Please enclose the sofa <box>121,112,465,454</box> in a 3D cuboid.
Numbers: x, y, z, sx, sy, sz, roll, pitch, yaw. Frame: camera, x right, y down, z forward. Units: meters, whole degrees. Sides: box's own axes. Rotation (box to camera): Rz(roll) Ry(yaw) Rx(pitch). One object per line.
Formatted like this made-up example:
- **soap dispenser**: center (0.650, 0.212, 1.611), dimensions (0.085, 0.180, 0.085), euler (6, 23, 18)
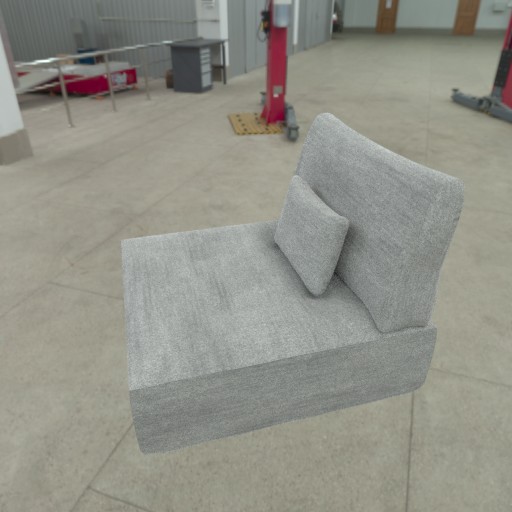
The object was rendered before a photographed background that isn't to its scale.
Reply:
- **sofa**: center (0.000, 0.000, 1.672), dimensions (1.000, 0.820, 0.930), euler (-8, 31, -14)
